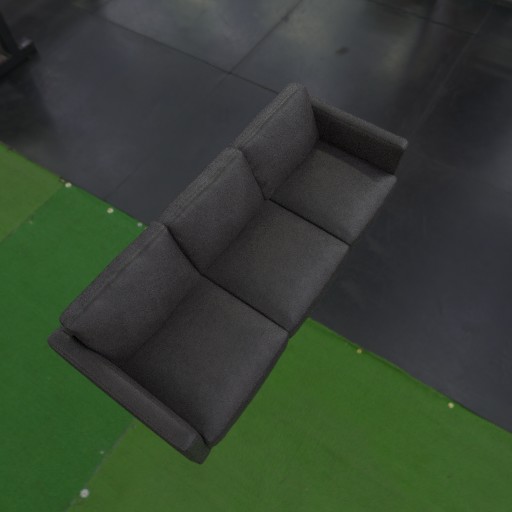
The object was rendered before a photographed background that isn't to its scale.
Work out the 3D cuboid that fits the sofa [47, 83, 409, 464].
[{"bbox_3d":[0.000,0.000,2.975,1.045,1.006,2.464,31,65,17],"label":"sofa"}]
